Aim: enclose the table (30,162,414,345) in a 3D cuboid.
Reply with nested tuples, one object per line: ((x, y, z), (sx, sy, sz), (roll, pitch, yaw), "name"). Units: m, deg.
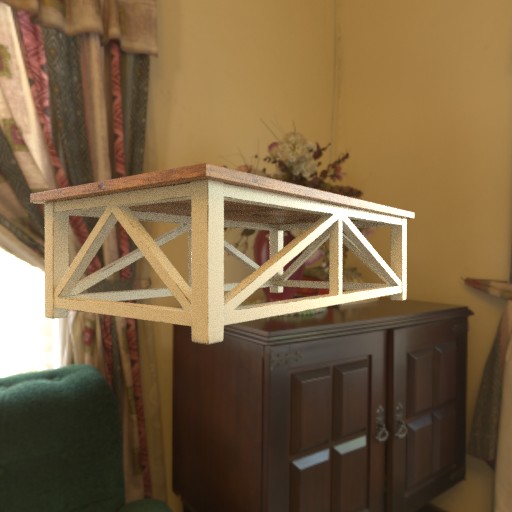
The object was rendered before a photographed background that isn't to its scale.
((0.000, 0.000, 1.770), (0.800, 0.410, 1.400), (0, 0, 38), "table")
